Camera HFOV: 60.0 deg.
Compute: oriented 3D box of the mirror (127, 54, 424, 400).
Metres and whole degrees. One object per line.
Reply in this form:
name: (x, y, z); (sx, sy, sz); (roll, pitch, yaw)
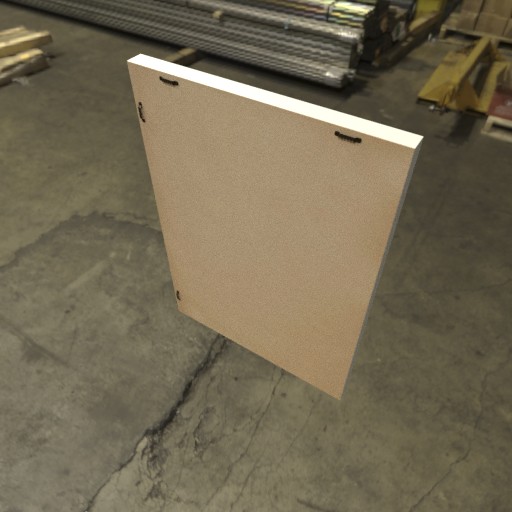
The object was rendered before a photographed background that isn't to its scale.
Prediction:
mirror: (0.000, 0.000, 0.931); (0.507, 0.710, 0.040); (25, 51, 22)
